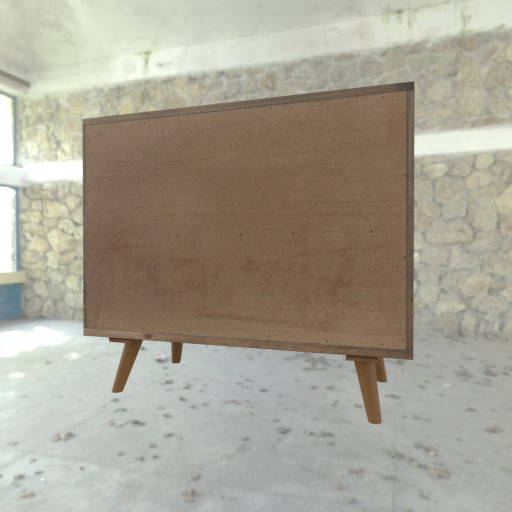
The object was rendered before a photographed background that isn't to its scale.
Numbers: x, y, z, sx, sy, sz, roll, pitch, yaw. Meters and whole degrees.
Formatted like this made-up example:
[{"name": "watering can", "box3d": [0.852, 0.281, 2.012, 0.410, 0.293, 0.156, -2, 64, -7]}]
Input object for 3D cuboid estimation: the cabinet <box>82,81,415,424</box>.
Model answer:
[{"name": "cabinet", "box3d": [0.000, 0.000, 1.540, 1.023, 0.897, 0.529, 0, 1, 19]}]
